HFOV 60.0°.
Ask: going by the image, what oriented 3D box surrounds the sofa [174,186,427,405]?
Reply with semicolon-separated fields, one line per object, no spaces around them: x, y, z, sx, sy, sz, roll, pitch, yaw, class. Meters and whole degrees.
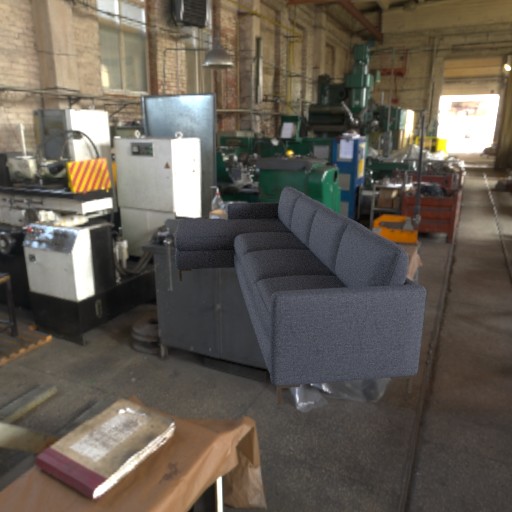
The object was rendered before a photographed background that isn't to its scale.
0.000;0.000;2.968;1.125;0.673;2.445;-2;16;-8;sofa
